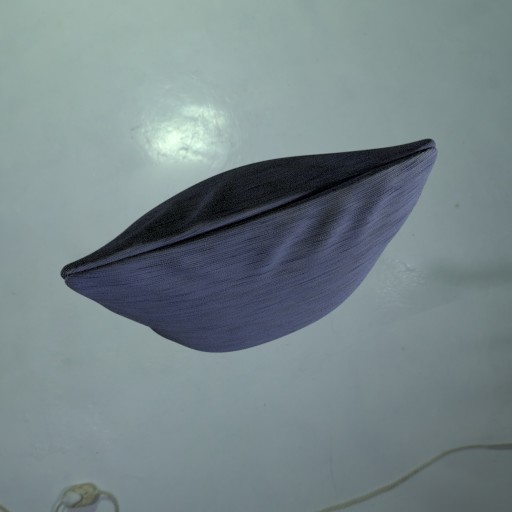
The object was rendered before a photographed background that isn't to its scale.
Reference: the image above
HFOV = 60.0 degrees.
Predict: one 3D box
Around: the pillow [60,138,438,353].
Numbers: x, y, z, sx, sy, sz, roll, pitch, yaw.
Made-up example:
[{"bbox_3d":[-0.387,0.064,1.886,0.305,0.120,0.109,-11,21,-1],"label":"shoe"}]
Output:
[{"bbox_3d":[0.000,0.000,0.663,0.432,0.414,0.246,-20,77,-5],"label":"pillow"}]
